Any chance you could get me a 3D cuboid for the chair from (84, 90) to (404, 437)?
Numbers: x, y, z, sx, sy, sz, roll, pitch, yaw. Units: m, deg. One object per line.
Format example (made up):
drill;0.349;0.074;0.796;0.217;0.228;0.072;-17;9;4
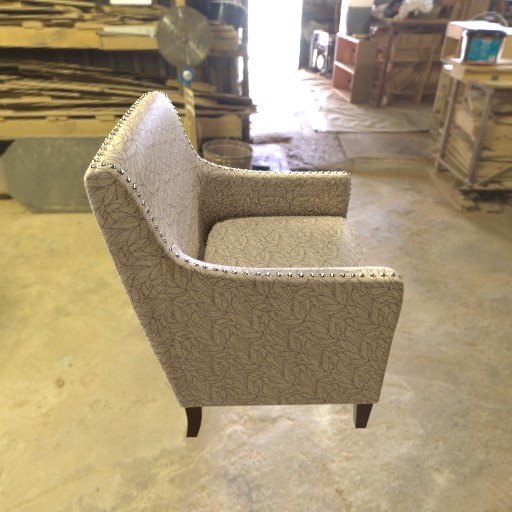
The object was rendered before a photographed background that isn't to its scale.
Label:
chair;0.000;0.000;1.275;0.651;0.816;0.623;-1;33;-1
